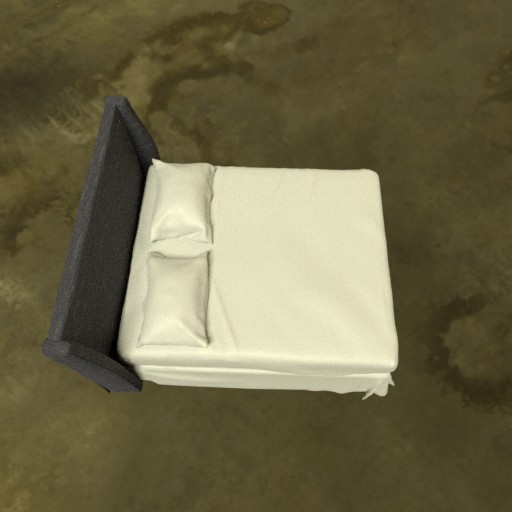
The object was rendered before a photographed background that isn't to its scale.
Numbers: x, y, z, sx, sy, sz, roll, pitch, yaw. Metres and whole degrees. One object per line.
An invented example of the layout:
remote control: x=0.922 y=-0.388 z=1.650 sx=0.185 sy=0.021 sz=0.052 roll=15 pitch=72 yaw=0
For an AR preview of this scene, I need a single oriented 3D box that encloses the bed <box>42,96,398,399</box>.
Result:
bed: x=0.000 y=0.000 z=3.365 sx=2.276 sy=1.332 sz=1.925 roll=2 pitch=64 yaw=1
